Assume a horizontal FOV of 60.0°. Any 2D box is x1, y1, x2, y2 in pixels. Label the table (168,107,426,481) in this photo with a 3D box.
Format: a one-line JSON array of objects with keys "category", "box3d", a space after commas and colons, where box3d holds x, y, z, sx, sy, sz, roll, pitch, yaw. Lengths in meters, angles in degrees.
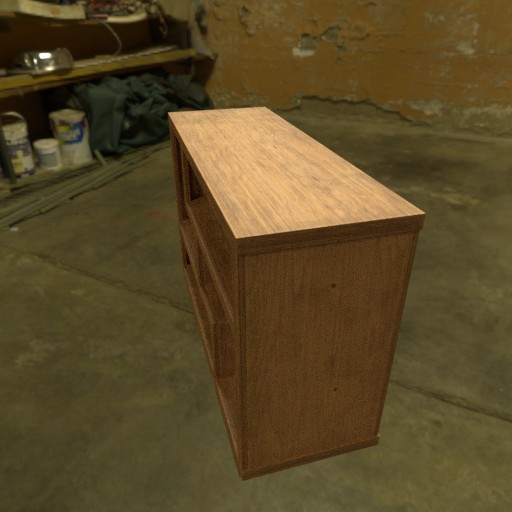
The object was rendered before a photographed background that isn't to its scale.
[{"category": "table", "box3d": [0.000, 0.000, 1.551, 0.410, 0.771, 1.151, -8, 31, -14]}]
